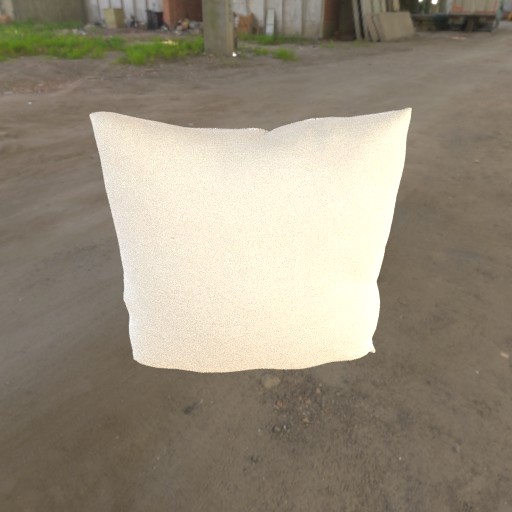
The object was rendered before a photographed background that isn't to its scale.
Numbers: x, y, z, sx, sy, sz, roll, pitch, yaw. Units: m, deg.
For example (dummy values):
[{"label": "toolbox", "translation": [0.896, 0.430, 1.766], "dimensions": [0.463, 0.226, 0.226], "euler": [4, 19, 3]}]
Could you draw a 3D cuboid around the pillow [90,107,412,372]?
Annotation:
[{"label": "pillow", "translation": [0.000, 0.000, 0.703], "dimensions": [0.450, 0.448, 0.245], "euler": [-2, 30, -3]}]
